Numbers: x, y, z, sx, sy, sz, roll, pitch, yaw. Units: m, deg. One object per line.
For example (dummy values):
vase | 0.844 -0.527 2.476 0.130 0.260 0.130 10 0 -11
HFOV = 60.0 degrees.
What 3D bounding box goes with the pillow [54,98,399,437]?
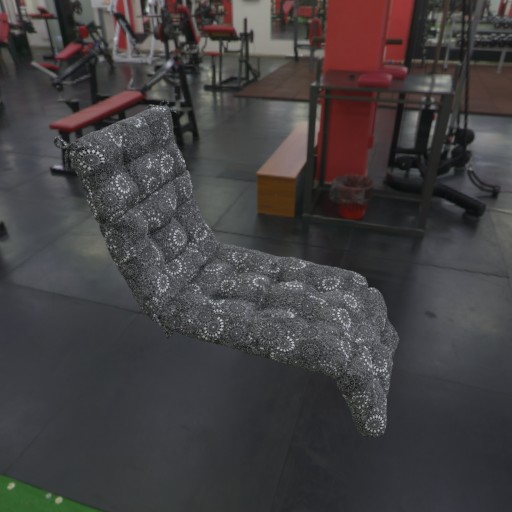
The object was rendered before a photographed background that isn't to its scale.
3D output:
pillow | 0.000 0.000 1.483 1.016 0.863 0.526 11 33 17
